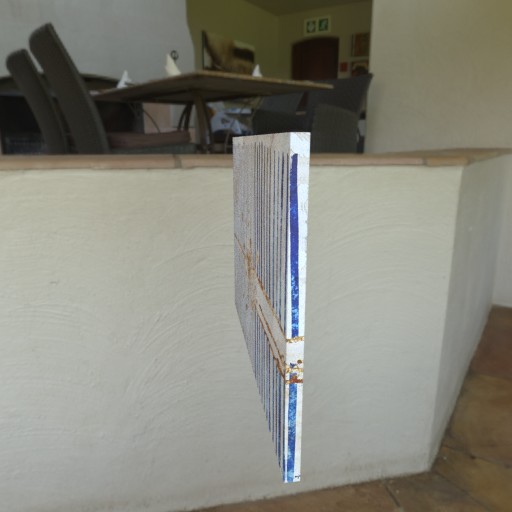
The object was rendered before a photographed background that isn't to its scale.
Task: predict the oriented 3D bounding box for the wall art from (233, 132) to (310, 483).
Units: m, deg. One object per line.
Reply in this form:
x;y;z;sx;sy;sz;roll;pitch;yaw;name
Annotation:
0.000;0.000;1.449;0.038;0.757;1.143;-2;15;-8;wall art
